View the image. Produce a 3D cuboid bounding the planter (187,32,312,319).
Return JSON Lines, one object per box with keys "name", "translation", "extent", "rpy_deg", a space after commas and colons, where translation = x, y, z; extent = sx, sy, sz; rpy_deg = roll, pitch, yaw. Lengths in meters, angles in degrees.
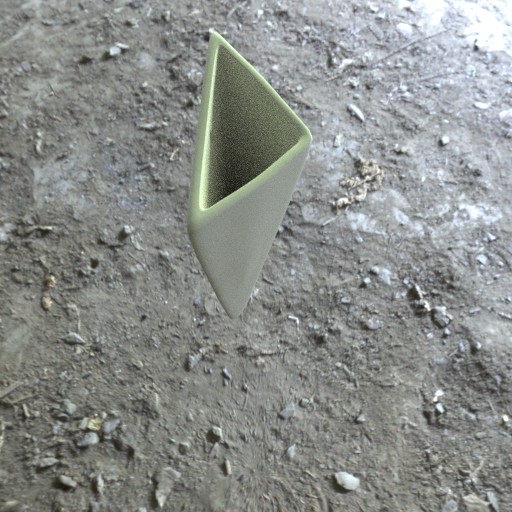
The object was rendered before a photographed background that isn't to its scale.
{"name": "planter", "translation": [0.000, 0.000, 0.393], "extent": [0.065, 0.338, 0.143], "rpy_deg": [2, 64, 1]}
